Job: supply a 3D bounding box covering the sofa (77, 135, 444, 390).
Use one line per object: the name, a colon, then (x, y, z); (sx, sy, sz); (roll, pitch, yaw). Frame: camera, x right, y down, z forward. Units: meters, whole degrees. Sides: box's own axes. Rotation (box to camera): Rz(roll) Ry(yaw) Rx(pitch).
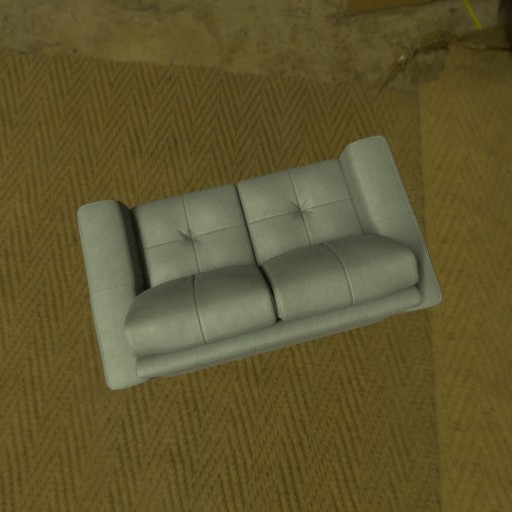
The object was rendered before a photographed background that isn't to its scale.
sofa: (0.000, 0.000, 2.428); (1.806, 0.907, 1.018); (-14, 75, -4)
